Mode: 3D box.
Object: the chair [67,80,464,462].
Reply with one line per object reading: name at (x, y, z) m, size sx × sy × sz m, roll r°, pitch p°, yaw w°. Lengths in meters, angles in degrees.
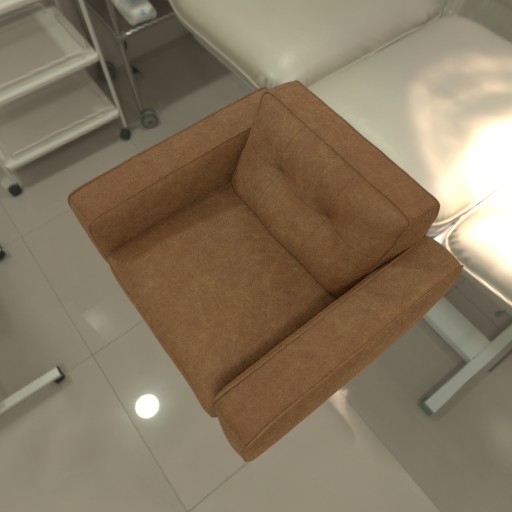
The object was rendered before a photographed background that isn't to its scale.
chair at (0.000, 0.000, 1.693) m, size 0.952 × 0.782 × 1.118 m, roll -34°, pitch 67°, yaw -17°
